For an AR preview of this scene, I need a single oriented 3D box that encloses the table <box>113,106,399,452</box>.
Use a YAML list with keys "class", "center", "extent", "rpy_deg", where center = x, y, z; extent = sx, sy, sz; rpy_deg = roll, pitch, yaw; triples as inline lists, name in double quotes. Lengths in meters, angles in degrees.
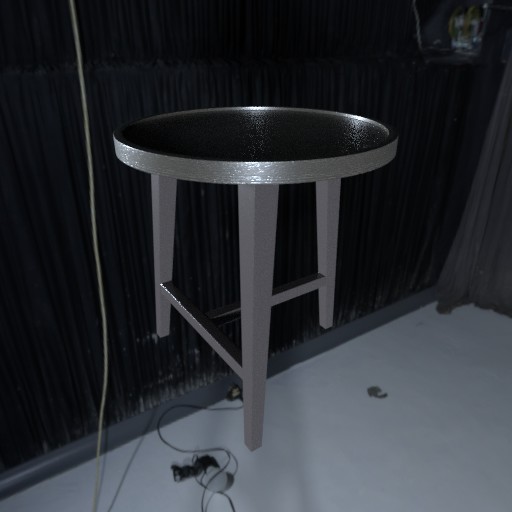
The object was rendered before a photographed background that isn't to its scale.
- class: "table"
  center: [0.000, 0.000, 0.927]
  extent: [0.500, 0.531, 0.500]
  rpy_deg: [0, 27, 0]
